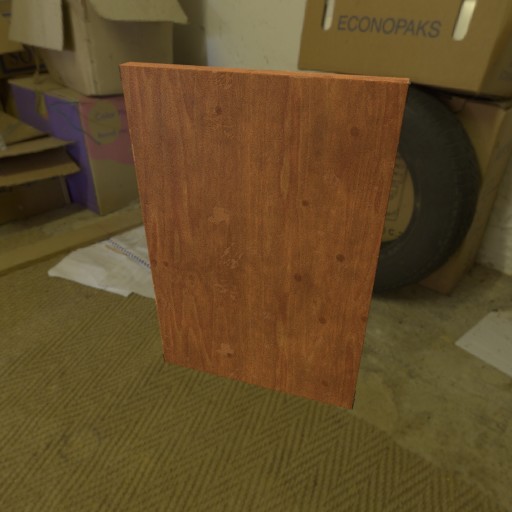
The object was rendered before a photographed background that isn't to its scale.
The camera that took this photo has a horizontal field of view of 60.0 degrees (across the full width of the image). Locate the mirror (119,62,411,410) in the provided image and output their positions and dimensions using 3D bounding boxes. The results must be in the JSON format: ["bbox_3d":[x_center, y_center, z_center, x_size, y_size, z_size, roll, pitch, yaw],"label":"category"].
[{"bbox_3d":[0.000,0.000,0.970,0.517,0.761,0.053,10,34,15],"label":"mirror"}]
